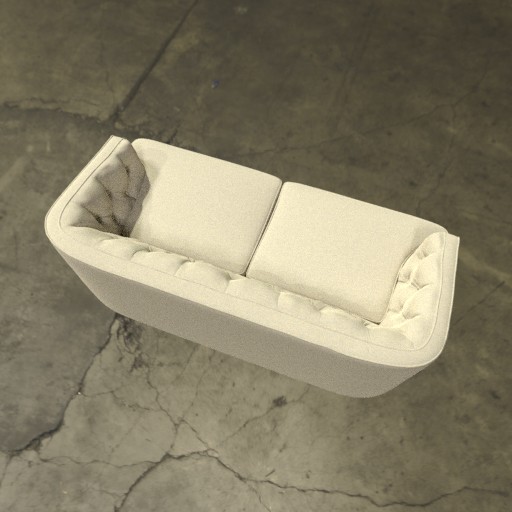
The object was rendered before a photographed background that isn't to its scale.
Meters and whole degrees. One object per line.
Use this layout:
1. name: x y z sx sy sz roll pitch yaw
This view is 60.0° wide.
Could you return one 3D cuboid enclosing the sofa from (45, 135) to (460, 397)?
1. sofa: 0.000 0.000 2.205 1.733 0.855 0.941 18 65 9
